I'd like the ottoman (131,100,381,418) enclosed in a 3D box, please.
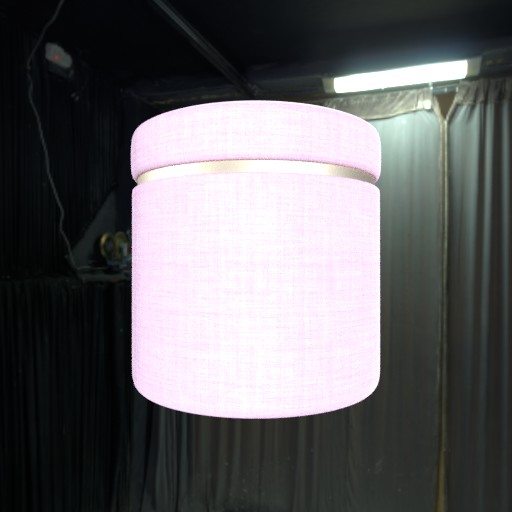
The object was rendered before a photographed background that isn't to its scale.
[{"bbox_3d":[0.000,0.000,0.736,0.400,0.406,0.400,0,0,0],"label":"ottoman"}]
